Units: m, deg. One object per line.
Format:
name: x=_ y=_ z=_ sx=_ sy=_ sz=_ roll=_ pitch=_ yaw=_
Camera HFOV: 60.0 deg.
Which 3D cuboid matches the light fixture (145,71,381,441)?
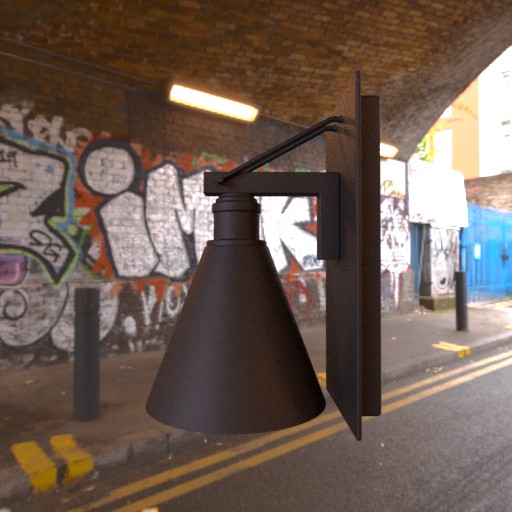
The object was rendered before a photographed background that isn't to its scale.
light fixture: x=0.000 y=0.000 z=0.427 sx=0.207 sy=0.298 sz=0.170 roll=0 pitch=-1 yaw=-1
